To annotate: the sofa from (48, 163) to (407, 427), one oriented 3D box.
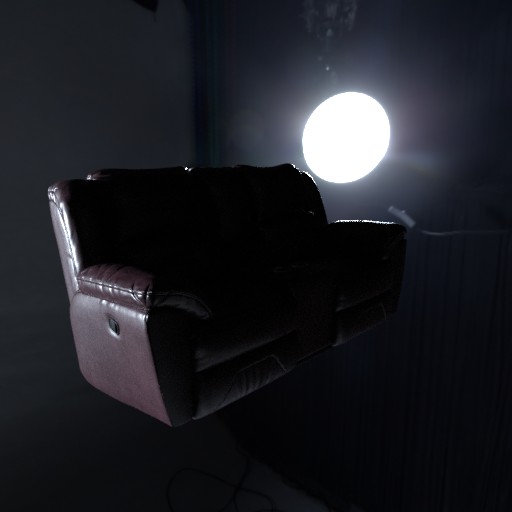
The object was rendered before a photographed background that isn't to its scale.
[{"bbox_3d":[0.000,0.000,2.598,0.991,1.043,2.058,12,17,43],"label":"sofa"}]
